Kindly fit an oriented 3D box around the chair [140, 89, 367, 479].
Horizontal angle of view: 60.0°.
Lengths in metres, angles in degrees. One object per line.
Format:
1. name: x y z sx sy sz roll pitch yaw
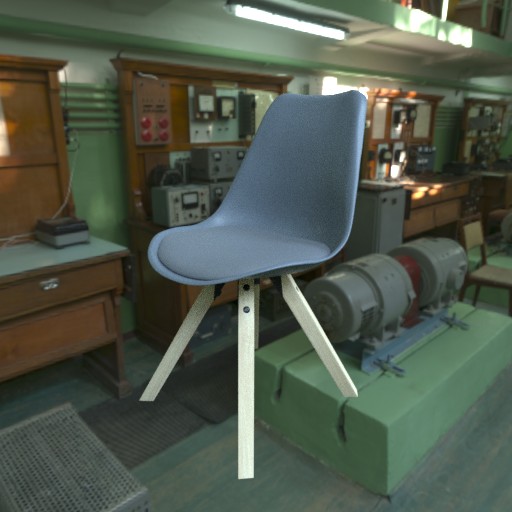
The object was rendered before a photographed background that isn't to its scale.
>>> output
1. chair: 0.000 0.000 1.188 0.485 0.850 0.550 16 23 42
